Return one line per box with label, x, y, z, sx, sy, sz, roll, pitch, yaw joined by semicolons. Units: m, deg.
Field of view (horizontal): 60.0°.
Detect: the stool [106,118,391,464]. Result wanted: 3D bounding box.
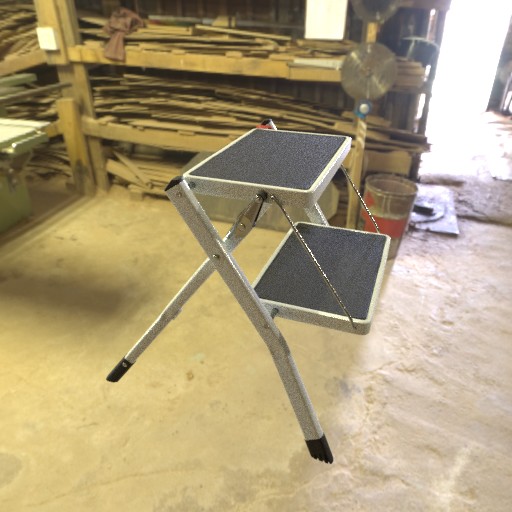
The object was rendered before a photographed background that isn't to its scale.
stool;0.000;0.000;0.881;0.490;0.445;0.485;10;31;18
